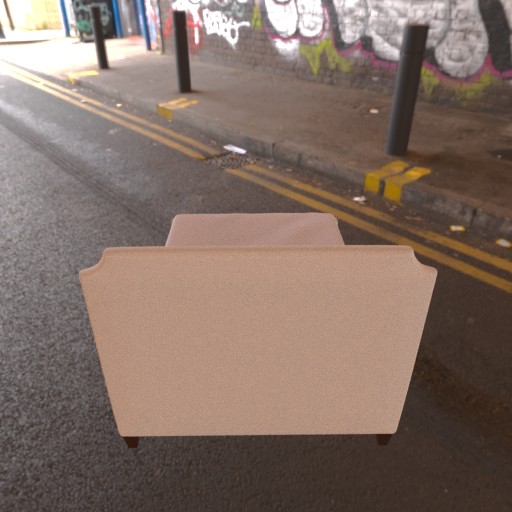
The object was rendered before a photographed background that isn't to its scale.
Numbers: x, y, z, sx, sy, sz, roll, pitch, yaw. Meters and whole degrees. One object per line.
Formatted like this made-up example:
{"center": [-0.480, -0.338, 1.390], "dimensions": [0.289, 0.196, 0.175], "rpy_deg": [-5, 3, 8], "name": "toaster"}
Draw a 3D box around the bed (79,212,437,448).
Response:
{"center": [0.000, 0.000, 3.385], "dimensions": [1.712, 1.443, 2.372], "rpy_deg": [0, 31, -1], "name": "bed"}
